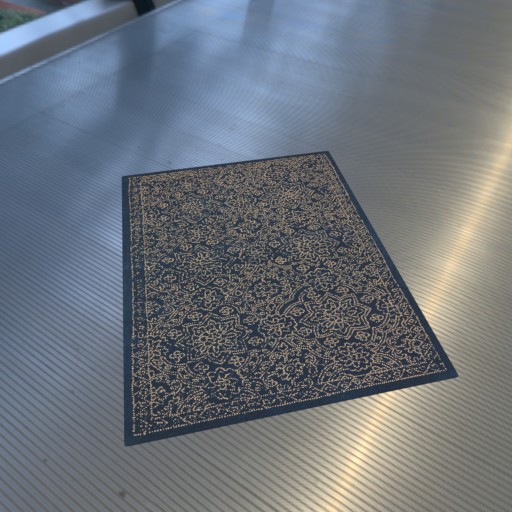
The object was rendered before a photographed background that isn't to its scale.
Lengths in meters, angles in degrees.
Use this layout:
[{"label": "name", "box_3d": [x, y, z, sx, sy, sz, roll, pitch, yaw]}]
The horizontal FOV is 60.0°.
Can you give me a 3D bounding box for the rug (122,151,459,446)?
[{"label": "rug", "box_3d": [0.000, 0.000, 4.137, 2.438, 0.010, 3.048, -9, 47, -8]}]
